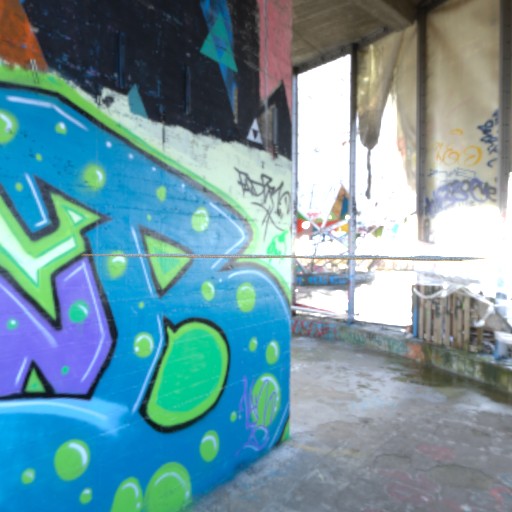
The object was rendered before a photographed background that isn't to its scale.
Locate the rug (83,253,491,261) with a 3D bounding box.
[{"bbox_3d":[0.000,0.000,2.517,2.294,0.014,0.704,1,1,35],"label":"rug"}]
